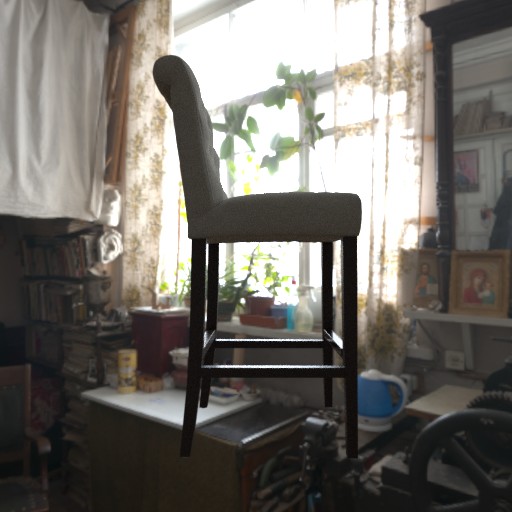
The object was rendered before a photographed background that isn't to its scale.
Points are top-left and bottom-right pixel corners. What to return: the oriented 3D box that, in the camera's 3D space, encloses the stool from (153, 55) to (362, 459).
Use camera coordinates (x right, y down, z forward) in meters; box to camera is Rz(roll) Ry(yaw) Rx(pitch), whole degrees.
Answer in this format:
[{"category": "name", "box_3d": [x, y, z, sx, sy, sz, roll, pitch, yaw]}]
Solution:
[{"category": "stool", "box_3d": [0.000, 0.000, 1.466, 0.601, 1.140, 0.493, 0, 0, 0]}]
